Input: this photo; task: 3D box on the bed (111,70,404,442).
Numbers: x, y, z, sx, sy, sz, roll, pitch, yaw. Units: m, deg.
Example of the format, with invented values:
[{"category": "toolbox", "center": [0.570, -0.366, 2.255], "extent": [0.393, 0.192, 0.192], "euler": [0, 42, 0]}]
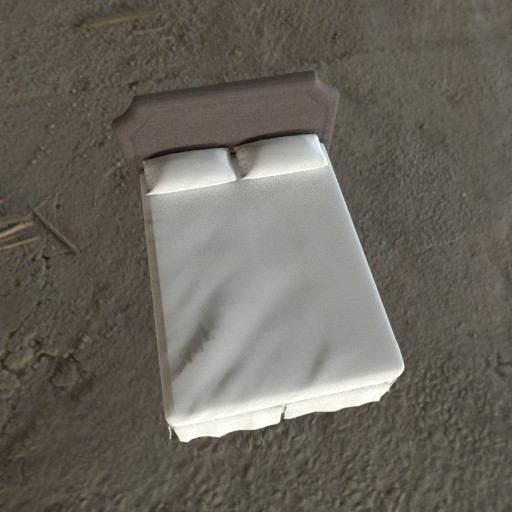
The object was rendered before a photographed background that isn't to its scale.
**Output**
[{"category": "bed", "center": [0.000, 0.000, 3.143], "extent": [1.693, 1.290, 2.116], "euler": [-10, 62, -6]}]
